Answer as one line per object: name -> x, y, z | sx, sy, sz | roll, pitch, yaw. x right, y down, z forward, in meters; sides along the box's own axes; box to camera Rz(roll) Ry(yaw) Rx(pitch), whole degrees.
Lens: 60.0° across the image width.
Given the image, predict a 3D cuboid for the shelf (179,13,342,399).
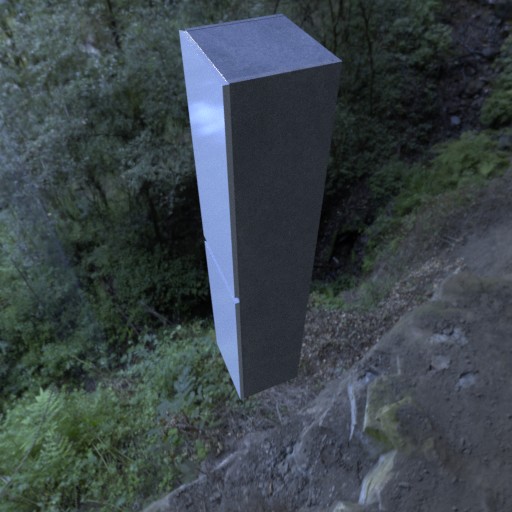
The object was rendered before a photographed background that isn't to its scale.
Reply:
shelf -> 0.000, 0.000, 1.510 | 0.270, 1.400, 0.300 | -17, 50, -15
